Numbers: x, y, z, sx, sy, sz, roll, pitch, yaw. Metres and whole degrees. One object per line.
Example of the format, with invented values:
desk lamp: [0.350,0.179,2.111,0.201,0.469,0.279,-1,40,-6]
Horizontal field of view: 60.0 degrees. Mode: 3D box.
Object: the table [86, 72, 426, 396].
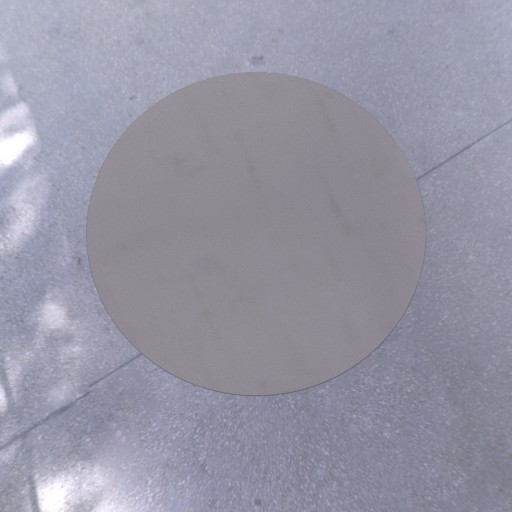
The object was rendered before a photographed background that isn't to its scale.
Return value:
table: [0.000,0.000,0.866,0.499,0.443,0.499,0,76,0]
